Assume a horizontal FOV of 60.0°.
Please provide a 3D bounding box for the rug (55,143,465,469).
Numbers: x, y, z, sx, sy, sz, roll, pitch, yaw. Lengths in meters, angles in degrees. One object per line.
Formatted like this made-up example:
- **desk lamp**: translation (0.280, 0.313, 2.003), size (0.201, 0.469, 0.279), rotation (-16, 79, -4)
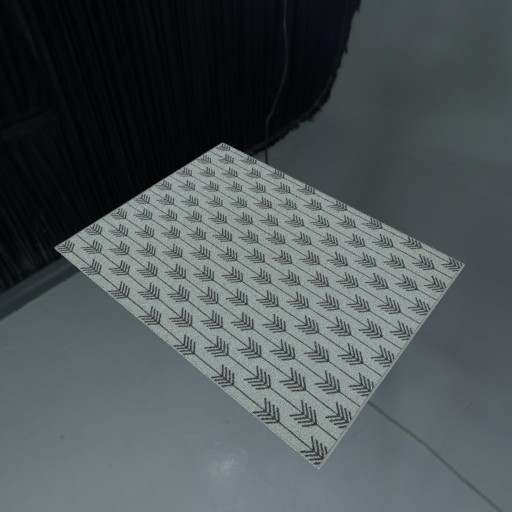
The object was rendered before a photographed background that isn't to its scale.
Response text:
- **rug**: translation (0.000, 0.000, 4.142), size (3.061, 0.010, 2.330), rotation (32, 55, 26)
